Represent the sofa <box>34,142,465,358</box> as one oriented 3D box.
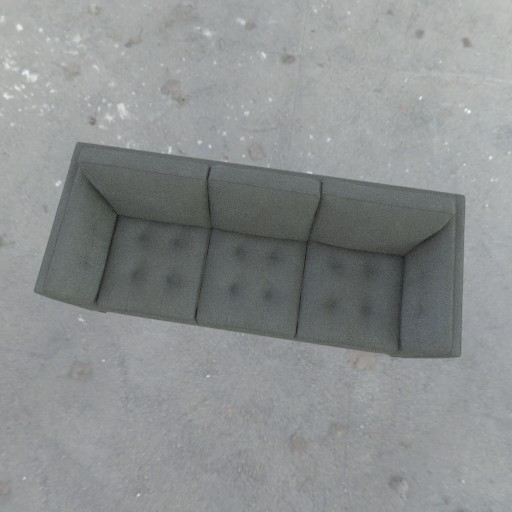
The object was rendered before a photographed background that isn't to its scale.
[{"bbox_3d":[0.000,0.000,2.856,2.387,0.940,0.965,8,75,2],"label":"sofa"}]
